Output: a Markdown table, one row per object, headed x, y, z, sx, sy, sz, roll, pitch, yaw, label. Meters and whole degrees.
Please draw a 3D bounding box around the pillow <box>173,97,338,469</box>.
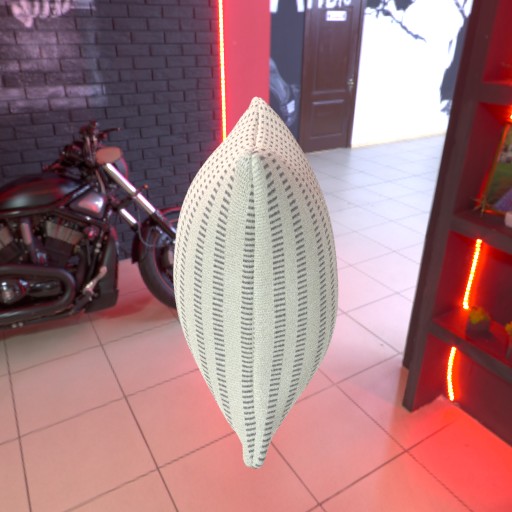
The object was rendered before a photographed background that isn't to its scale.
| x | y | z | sx | sy | sz | roll | pitch | yaw | label |
| --- | --- | --- | --- | --- | --- | --- | --- | --- | --- |
| 0.000 | 0.000 | 0.684 | 0.247 | 0.419 | 0.438 | 1 | 27 | 1 | pillow |
